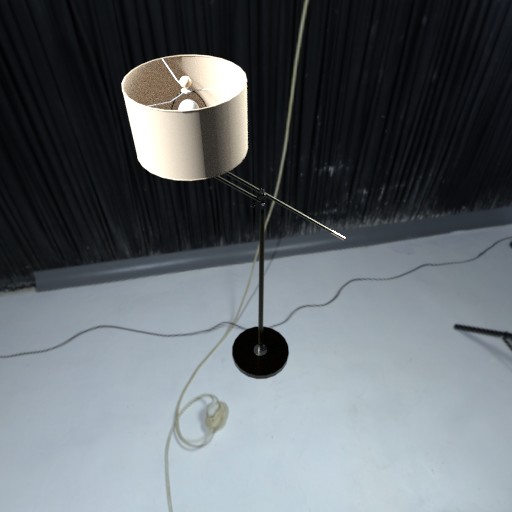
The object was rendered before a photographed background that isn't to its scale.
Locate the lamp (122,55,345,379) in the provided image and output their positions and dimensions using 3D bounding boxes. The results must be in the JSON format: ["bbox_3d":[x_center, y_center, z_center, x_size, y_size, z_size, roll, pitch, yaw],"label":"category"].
[{"bbox_3d":[0.000,0.000,1.951,0.809,1.635,0.373,-8,47,-7],"label":"lamp"}]
